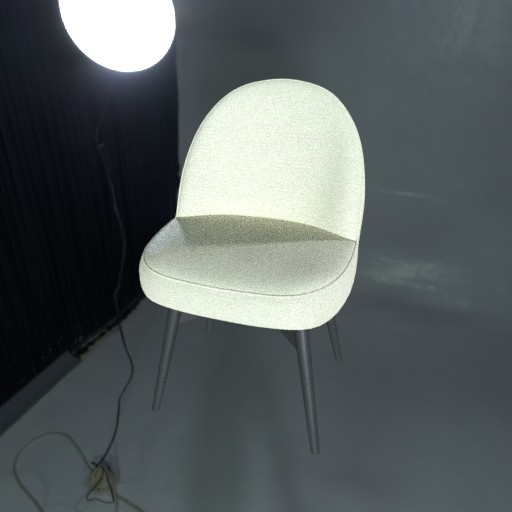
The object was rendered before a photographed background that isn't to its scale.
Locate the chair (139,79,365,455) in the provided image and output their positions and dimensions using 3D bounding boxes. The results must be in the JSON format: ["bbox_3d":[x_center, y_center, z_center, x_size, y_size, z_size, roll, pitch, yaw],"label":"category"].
[{"bbox_3d":[0.000,0.000,1.183,0.532,0.838,0.540,9,28,16],"label":"chair"}]
